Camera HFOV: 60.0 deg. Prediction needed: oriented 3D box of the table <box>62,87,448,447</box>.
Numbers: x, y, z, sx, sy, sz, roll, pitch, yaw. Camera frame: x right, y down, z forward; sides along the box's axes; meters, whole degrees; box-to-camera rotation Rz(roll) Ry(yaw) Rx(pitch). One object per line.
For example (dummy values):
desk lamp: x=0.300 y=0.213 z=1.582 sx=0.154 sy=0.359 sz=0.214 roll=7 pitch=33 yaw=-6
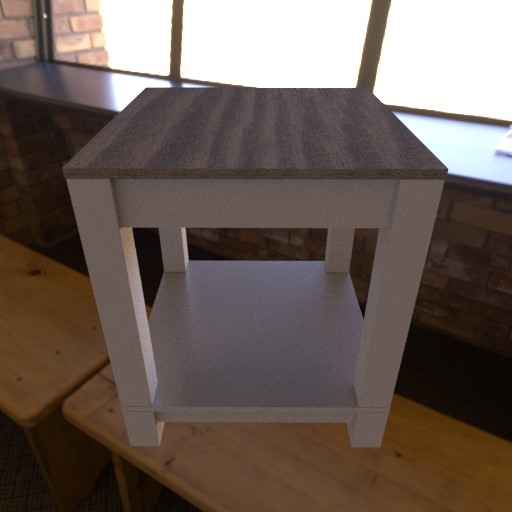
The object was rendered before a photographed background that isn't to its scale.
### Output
table: x=0.000 y=0.000 z=0.948 sx=0.504 sy=0.587 sz=0.506 roll=0 pitch=32 yaw=0
